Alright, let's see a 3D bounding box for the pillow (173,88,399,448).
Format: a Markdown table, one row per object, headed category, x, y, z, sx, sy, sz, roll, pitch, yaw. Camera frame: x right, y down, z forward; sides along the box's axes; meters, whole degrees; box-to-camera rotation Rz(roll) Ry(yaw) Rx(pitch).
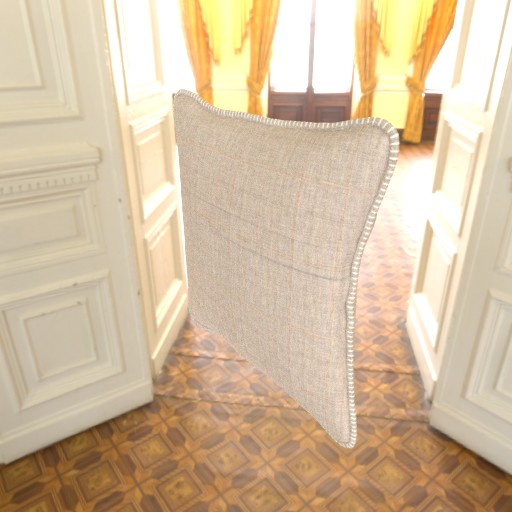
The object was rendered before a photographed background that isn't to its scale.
| category | x | y | z | sx | sy | sz | roll | pitch | yaw |
| --- | --- | --- | --- | --- | --- | --- | --- | --- | --- |
| pillow | 0.000 | 0.000 | 0.735 | 0.124 | 0.494 | 0.485 | -19 | 32 | -34 |
